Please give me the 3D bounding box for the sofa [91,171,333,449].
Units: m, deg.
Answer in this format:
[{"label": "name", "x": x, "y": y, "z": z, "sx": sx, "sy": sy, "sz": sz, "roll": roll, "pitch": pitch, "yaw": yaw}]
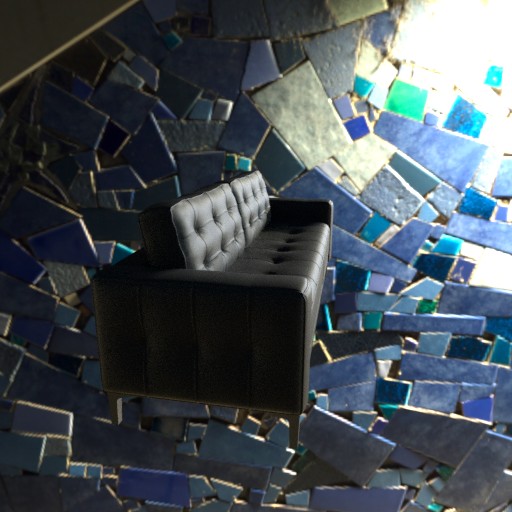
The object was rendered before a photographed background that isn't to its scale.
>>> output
[{"label": "sofa", "x": 0.000, "y": 0.000, "z": 2.677, "sx": 0.833, "sy": 0.893, "sz": 2.275, "roll": 3, "pitch": 16, "yaw": 11}]
